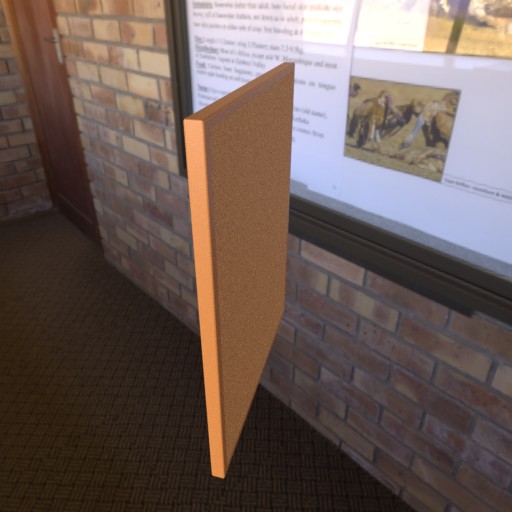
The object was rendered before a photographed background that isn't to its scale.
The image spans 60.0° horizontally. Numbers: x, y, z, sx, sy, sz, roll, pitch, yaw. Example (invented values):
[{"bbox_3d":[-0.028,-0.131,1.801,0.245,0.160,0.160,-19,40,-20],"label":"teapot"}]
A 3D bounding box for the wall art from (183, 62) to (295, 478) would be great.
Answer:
[{"bbox_3d":[0.000,0.000,0.512,0.015,0.379,0.310,8,31,13],"label":"wall art"}]
